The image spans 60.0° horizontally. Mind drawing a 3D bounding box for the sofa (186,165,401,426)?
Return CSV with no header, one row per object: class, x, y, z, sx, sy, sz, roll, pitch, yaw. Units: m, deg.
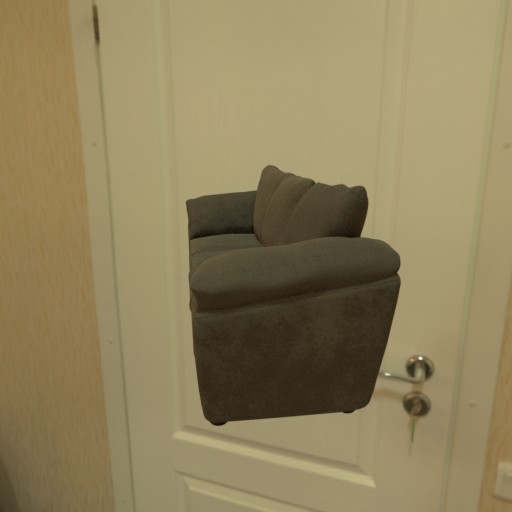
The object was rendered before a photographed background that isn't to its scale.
sofa,0.000,0.000,2.874,0.878,1.073,2.336,-2,14,-9
